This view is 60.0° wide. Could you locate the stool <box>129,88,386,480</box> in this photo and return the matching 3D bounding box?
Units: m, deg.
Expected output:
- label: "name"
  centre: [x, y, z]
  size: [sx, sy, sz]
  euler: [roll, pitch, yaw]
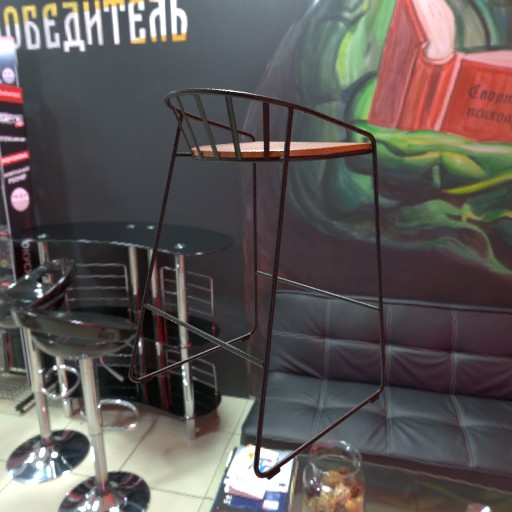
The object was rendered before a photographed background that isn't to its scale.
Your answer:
- label: "stool"
  centre: [0.000, 0.000, 1.189]
  size: [0.521, 0.812, 0.546]
  euler: [-14, 21, -42]
